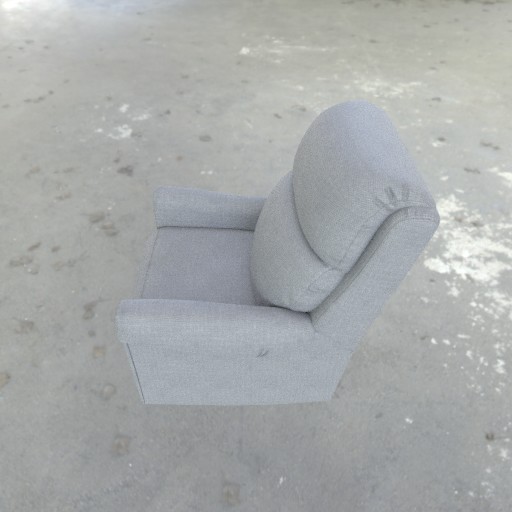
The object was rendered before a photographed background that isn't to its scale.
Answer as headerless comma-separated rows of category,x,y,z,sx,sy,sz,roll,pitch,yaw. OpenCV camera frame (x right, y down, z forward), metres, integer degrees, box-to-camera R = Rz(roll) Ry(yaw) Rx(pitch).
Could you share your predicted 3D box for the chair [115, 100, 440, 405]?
chair,0.000,0.000,1.760,1.014,1.054,0.838,0,41,0
